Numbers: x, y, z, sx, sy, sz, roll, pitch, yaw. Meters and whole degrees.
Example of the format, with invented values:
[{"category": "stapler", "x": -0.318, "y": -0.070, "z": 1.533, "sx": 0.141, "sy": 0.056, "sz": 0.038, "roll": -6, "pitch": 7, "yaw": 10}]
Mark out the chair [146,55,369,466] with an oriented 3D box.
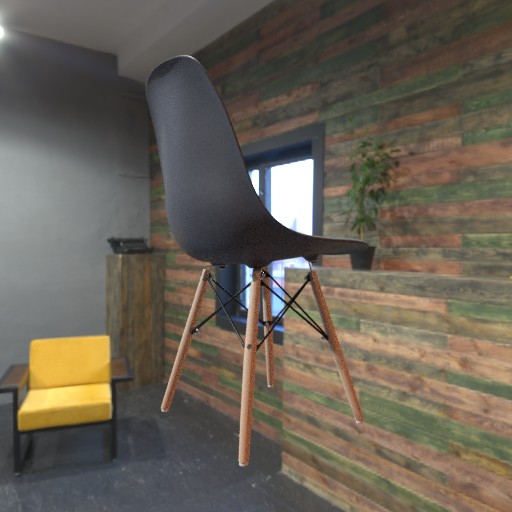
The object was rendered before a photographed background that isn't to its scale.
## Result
[{"category": "chair", "x": 0.000, "y": 0.000, "z": 1.123, "sx": 0.533, "sy": 0.826, "sz": 0.470, "roll": -1, "pitch": 1, "yaw": -36}]
